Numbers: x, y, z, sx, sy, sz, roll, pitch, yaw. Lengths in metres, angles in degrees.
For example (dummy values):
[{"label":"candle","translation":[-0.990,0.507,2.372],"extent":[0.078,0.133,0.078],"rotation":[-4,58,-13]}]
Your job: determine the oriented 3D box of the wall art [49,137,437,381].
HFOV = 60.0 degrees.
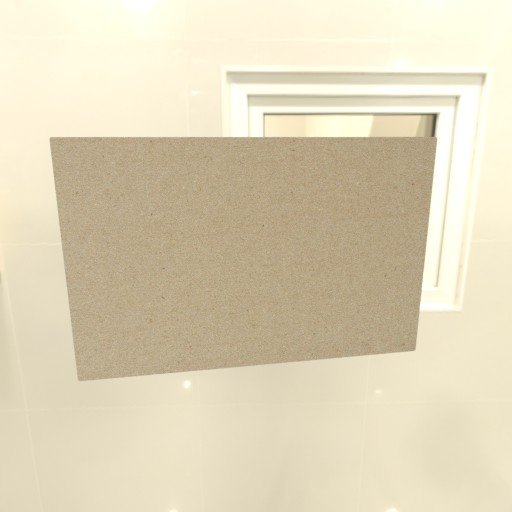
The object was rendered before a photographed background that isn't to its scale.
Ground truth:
[{"label":"wall art","translation":[0.000,0.000,0.768],"extent":[0.618,0.398,0.042],"rotation":[-3,15,-10]}]
